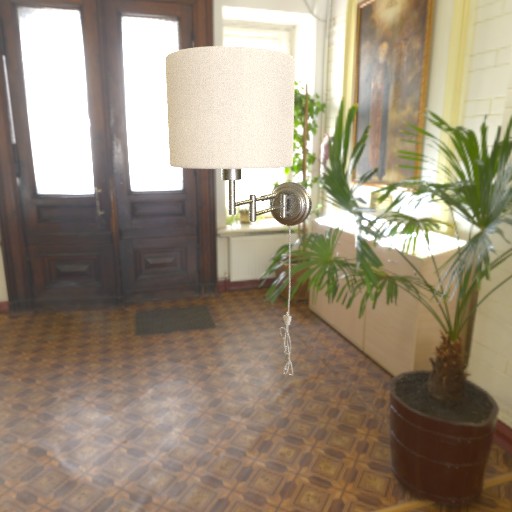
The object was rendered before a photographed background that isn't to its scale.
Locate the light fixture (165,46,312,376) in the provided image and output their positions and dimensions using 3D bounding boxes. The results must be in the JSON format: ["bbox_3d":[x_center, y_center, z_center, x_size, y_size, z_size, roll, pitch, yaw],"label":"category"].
[{"bbox_3d":[0.000,0.000,1.068,0.253,0.842,0.479,7,15,26],"label":"light fixture"}]
